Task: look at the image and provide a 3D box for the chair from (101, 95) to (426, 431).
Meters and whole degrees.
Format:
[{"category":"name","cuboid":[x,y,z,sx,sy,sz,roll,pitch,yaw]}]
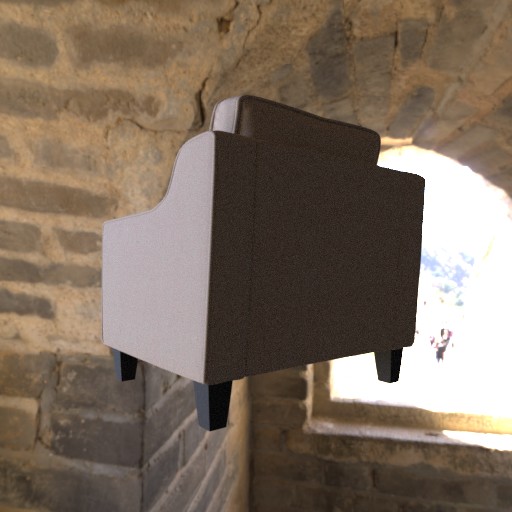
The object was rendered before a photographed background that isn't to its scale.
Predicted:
[{"category":"chair","cuboid":[0.000,0.000,1.702,0.922,0.948,0.882,1,-2,-37]}]
